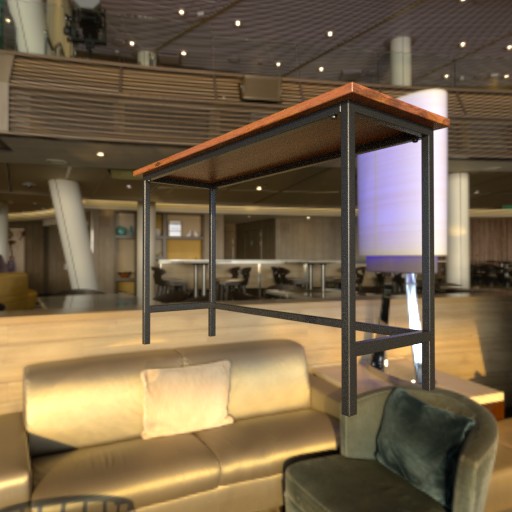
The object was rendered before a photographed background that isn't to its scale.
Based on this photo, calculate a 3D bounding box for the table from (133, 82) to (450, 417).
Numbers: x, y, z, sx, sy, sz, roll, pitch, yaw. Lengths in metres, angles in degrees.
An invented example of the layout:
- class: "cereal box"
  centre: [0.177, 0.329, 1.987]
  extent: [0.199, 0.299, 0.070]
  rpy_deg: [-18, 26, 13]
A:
- class: "table"
  centre: [0.000, 0.000, 1.556]
  extent: [0.408, 0.740, 1.204]
  rpy_deg: [1, -1, -38]
